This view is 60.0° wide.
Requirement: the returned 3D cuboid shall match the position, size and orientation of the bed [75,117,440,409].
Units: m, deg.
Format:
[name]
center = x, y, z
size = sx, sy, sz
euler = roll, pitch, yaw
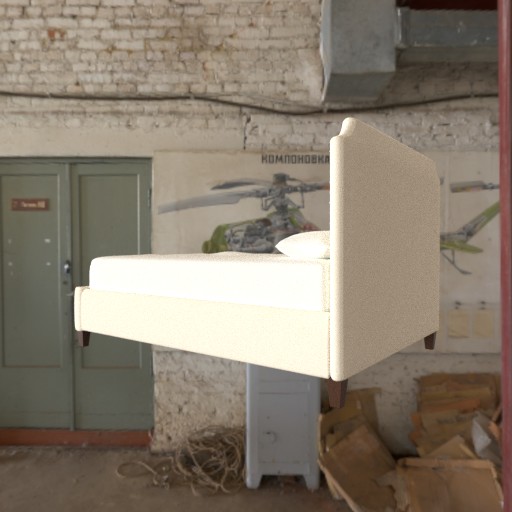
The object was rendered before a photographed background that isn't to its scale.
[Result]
[bed]
center = 0.000, 0.000, 3.471
size = 2.365, 1.443, 1.712
euler = 1, 1, 37
